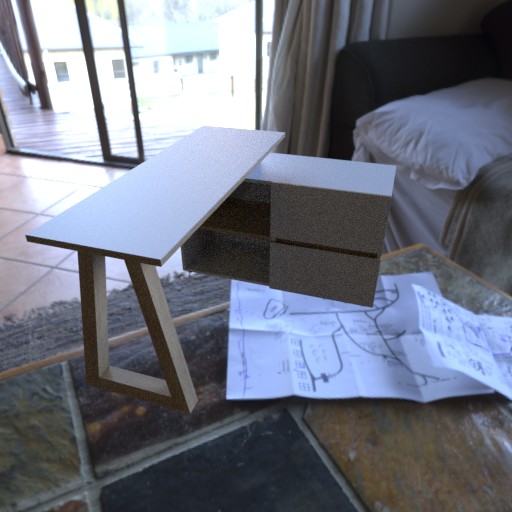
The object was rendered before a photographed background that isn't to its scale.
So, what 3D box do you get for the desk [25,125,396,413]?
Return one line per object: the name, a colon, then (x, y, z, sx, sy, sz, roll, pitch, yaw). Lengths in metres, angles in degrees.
desk: (0.000, 0.000, 2.039, 1.098, 0.755, 1.404, 10, 32, 16)
